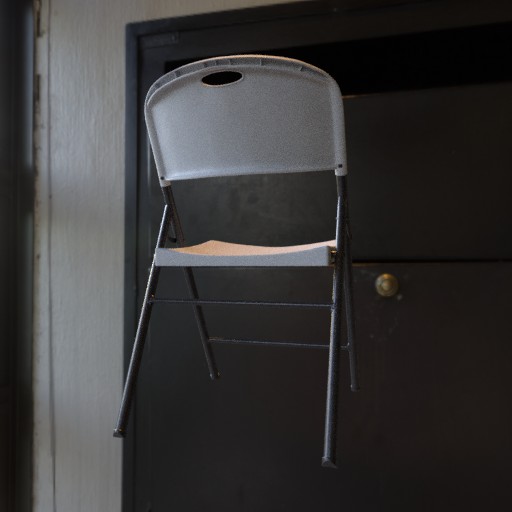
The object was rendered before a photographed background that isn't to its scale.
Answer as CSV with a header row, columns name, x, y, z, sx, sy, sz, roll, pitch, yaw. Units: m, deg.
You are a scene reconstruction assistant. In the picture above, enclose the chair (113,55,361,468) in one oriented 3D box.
name,x,y,z,sx,sy,sz,roll,pitch,yaw
chair,0.000,0.000,1.164,0.494,0.810,0.566,0,-1,18
